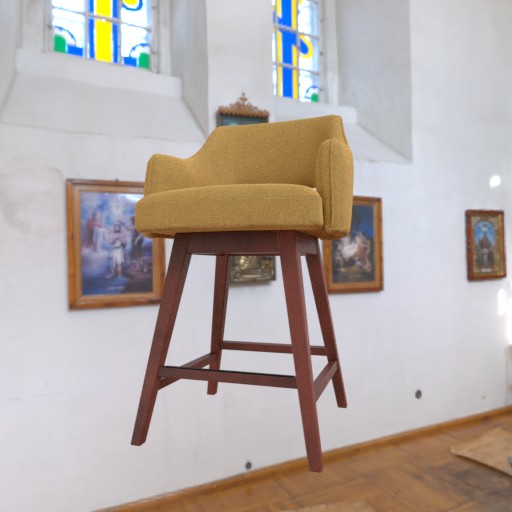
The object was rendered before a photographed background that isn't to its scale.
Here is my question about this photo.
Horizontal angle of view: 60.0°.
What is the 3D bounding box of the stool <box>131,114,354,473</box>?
[{"bbox_3d":[0.000,0.000,1.264,0.548,0.924,0.558,0,-1,18],"label":"stool"}]
